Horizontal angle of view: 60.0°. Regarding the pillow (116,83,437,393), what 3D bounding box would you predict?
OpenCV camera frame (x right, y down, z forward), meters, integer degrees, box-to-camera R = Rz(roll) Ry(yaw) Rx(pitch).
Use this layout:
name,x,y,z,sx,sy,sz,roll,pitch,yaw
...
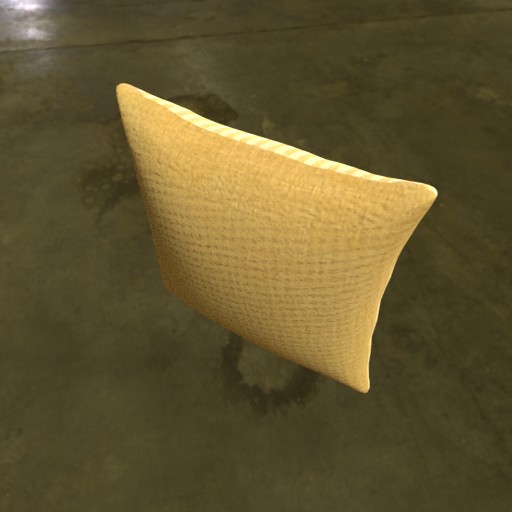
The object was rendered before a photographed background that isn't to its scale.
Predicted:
name,x,y,z,sx,sy,sz,roll,pitch,yaw
pillow,0.000,0.000,0.636,0.419,0.407,0.173,25,52,21
